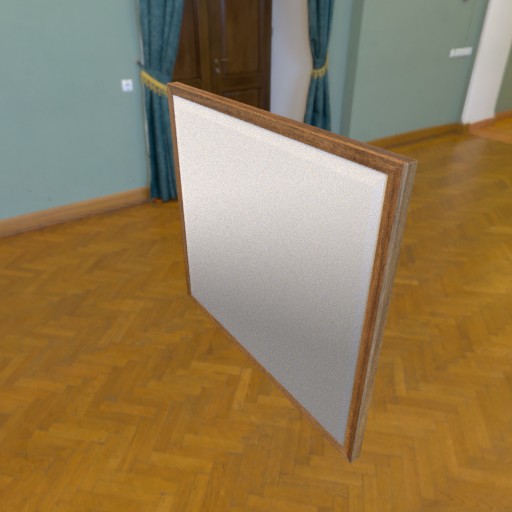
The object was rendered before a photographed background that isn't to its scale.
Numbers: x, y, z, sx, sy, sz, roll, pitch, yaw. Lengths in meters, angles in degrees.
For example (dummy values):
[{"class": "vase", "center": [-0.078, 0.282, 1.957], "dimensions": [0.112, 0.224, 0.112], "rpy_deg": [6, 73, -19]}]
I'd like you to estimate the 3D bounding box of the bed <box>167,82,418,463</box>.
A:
[{"class": "bed", "center": [0.000, 0.000, 1.468], "dimensions": [0.043, 0.940, 1.041], "rpy_deg": [-20, 37, -30]}]
